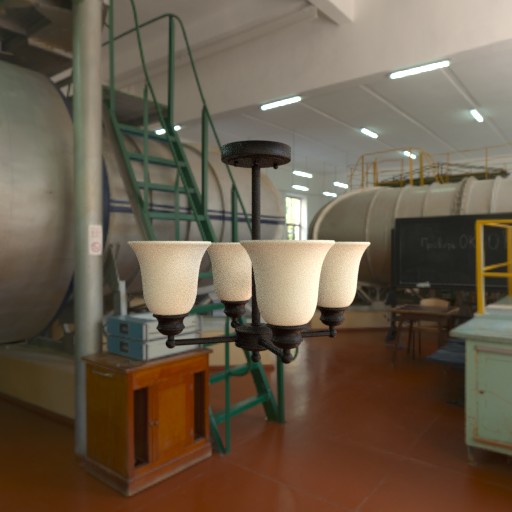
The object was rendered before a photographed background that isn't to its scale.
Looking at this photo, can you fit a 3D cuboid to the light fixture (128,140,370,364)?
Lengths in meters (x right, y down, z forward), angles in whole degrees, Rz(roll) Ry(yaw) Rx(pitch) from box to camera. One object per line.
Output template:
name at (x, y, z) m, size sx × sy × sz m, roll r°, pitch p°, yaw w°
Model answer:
light fixture at (0.000, 0.000, 1.919) m, size 1.069 × 0.925 × 1.069 m, roll 0°, pitch 1°, yaw -17°
